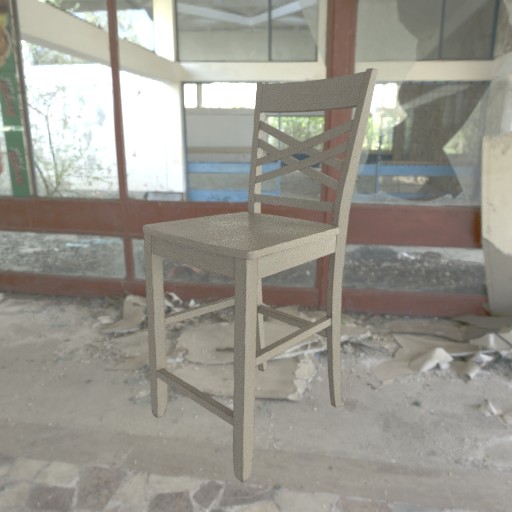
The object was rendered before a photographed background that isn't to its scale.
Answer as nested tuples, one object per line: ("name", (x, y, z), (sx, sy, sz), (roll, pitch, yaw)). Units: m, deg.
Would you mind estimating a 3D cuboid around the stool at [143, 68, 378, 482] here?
("stool", (0.000, 0.000, 1.362), (0.462, 1.079, 0.539), (14, 20, 43))
